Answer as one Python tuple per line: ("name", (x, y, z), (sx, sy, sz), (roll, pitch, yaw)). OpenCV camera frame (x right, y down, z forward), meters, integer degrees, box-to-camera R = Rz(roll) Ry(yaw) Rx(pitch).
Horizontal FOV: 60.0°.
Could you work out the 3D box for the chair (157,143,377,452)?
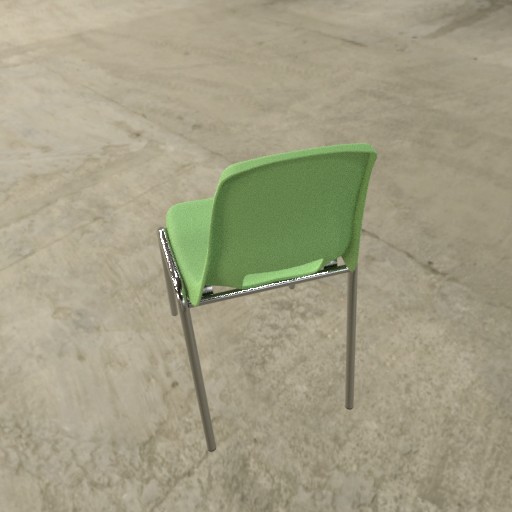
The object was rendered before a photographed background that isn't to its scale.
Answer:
("chair", (0.000, 0.000, 0.939), (0.381, 0.704, 0.436), (-12, 43, -13))
